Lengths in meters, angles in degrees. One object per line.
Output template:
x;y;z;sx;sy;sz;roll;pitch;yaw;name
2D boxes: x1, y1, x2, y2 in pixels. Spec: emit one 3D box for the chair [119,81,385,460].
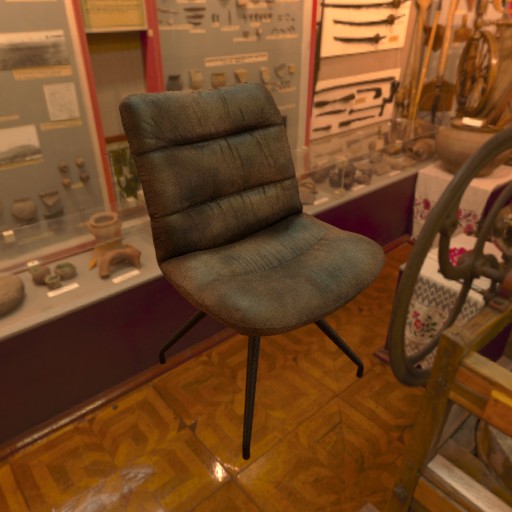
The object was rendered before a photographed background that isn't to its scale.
0.000;0.000;1.294;0.549;0.870;0.622;-22;37;-33;chair
